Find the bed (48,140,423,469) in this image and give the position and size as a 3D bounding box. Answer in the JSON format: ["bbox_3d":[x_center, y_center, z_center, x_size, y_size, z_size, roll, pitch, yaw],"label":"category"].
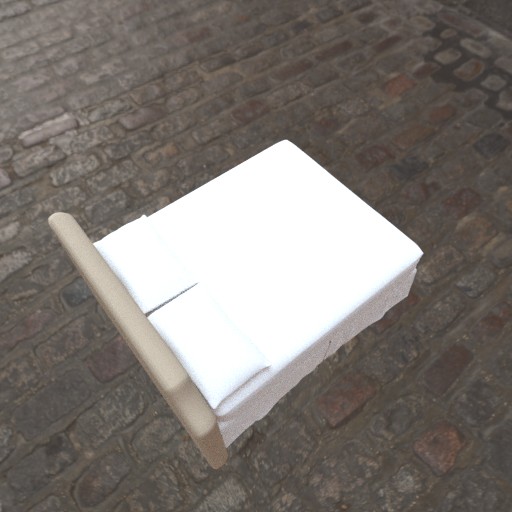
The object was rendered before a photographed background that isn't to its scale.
[{"bbox_3d":[0.000,0.000,3.349,2.204,1.301,1.828,-34,63,-20],"label":"bed"}]
